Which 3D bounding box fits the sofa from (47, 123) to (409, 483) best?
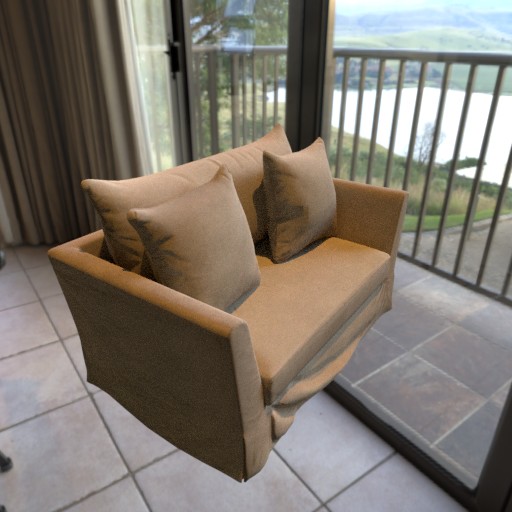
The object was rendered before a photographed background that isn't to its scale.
[{"bbox_3d":[0.000,0.000,2.233,1.035,1.040,1.608,18,32,31],"label":"sofa"}]
